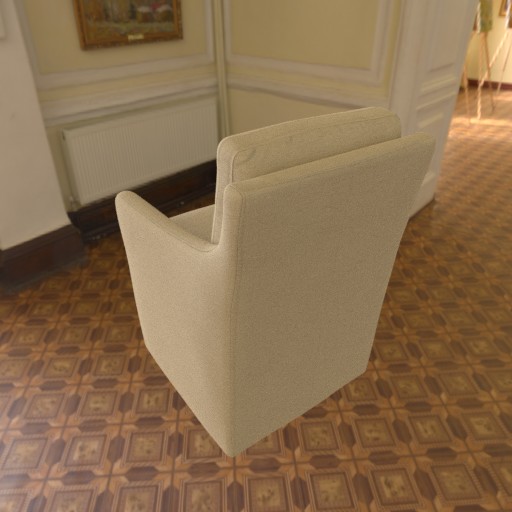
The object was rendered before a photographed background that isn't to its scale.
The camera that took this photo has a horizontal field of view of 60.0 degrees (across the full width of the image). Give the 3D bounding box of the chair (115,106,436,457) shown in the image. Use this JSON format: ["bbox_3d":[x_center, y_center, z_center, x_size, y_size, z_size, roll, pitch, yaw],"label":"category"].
[{"bbox_3d":[0.000,0.000,1.359,0.626,0.914,0.694,-21,37,-30],"label":"chair"}]
